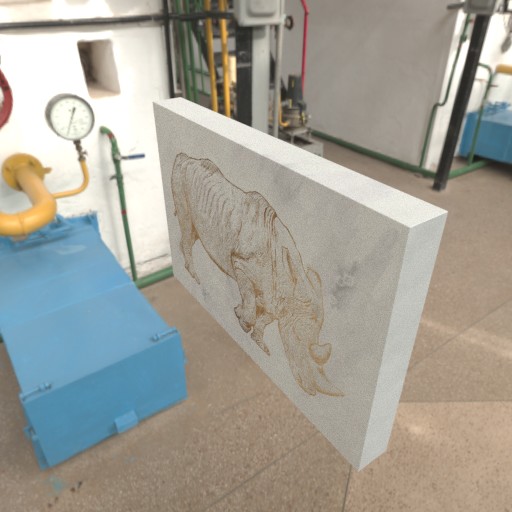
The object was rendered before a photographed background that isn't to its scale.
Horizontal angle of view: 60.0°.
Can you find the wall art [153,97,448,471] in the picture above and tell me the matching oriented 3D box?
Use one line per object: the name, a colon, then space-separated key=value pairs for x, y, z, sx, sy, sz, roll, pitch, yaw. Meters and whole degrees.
wall art: x=0.000 y=0.000 z=0.477 sx=0.038 sy=0.254 sz=0.381 roll=-20 pitch=38 yaw=-29
